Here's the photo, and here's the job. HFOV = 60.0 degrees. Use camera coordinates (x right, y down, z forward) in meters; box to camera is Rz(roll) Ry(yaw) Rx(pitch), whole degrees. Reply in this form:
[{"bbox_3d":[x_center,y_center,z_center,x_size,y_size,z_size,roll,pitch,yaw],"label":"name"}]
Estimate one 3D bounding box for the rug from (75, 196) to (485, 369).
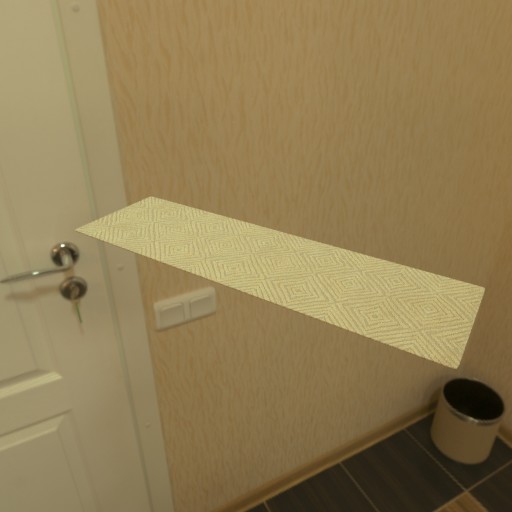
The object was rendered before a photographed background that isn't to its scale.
[{"bbox_3d":[0.000,0.000,2.492,2.277,0.008,0.676,17,34,28],"label":"rug"}]
